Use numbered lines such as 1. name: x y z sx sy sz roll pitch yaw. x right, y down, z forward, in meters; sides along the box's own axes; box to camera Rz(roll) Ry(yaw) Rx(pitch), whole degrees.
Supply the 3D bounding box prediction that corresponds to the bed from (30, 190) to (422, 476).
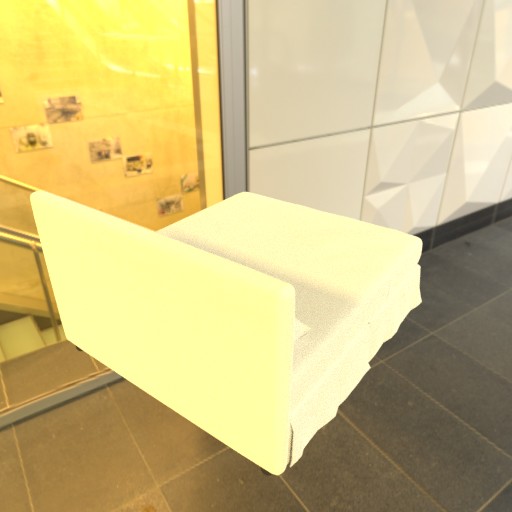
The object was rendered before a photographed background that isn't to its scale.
1. bed: 0.000 0.000 3.517 2.119 1.317 2.341 20 34 31
